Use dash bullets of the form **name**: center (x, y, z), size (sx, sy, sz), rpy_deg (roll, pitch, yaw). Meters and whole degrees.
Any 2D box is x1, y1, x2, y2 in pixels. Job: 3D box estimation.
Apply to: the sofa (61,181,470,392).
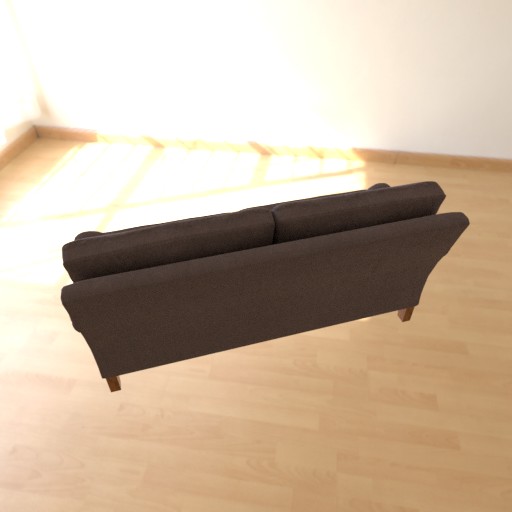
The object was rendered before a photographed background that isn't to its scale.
- **sofa**: center (0.000, 0.000, 2.821), size (2.165, 1.087, 1.086), rpy_deg (-11, 42, -12)
